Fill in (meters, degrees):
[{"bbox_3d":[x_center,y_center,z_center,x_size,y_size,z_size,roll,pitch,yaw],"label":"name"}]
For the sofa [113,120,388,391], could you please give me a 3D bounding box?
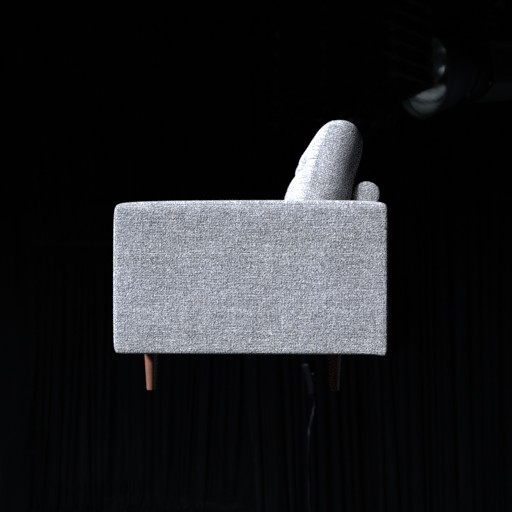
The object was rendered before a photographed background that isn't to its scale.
[{"bbox_3d":[0.000,0.000,2.234,0.863,0.902,1.821,0,0,1],"label":"sofa"}]
